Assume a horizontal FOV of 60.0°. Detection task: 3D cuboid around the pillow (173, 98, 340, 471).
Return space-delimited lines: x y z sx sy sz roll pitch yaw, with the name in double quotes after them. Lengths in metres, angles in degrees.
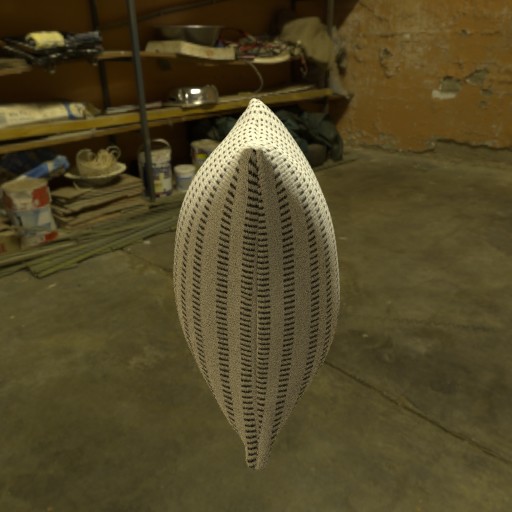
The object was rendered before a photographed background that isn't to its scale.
0.000 0.000 0.680 0.247 0.419 0.438 0 25 0 "pillow"
